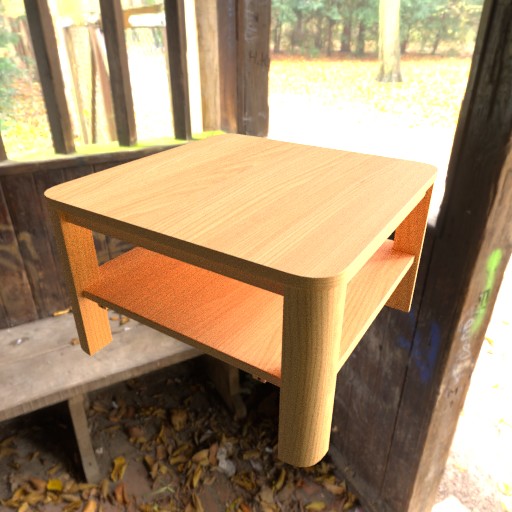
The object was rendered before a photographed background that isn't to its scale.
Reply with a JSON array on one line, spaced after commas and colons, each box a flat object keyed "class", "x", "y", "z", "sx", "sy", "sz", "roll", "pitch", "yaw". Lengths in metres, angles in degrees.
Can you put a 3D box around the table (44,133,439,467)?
[{"class": "table", "x": 0.000, "y": 0.000, "z": 1.230, "sx": 0.750, "sy": 0.450, "sz": 0.750, "roll": 17, "pitch": 32, "yaw": 29}]
